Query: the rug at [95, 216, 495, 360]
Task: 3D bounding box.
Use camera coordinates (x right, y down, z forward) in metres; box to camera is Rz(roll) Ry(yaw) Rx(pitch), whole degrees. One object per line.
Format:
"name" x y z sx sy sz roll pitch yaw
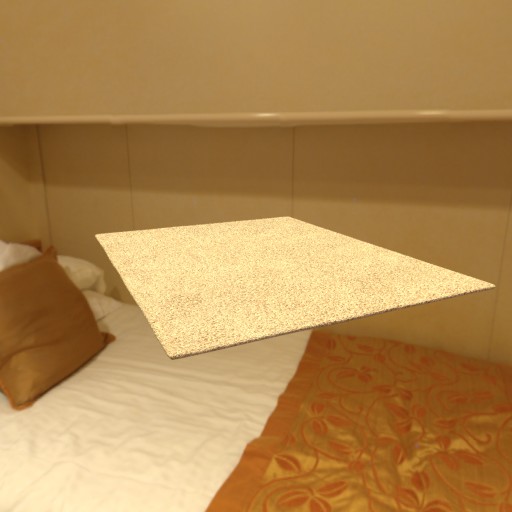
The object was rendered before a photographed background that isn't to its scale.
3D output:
"rug" 0.000 0.000 4.039 2.438 0.029 3.047 -7 17 -25
